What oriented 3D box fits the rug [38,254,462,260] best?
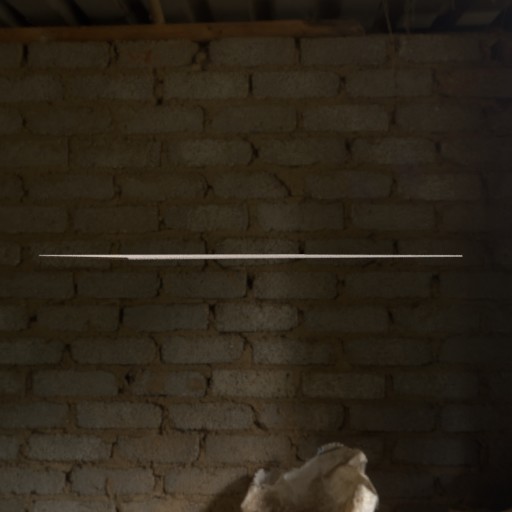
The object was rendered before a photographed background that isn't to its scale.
[{"bbox_3d":[0.000,0.000,2.304,1.839,0.009,1.236,0,0,-37],"label":"rug"}]
